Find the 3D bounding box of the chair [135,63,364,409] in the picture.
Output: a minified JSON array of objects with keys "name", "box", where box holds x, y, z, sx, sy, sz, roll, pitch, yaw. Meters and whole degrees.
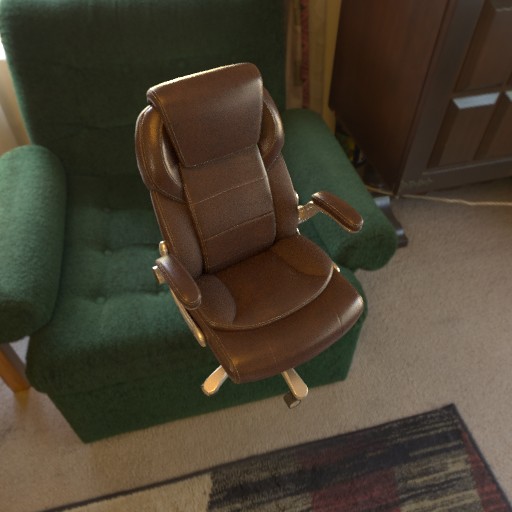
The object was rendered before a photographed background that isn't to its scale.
[{"name":"chair","box":[0.000,0.000,1.681,0.733,1.160,0.774,-24,51,-21]}]
